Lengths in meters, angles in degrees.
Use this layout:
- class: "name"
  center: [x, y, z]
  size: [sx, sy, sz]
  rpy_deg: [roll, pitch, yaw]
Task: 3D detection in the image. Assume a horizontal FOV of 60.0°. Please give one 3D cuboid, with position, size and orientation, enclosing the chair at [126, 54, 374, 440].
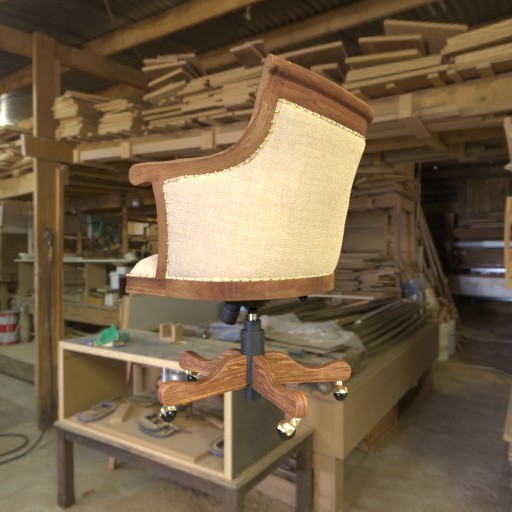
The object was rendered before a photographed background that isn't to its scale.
- class: "chair"
  center: [0.000, 0.000, 1.440]
  size: [0.689, 0.965, 0.656]
  rpy_deg: [1, 2, 36]
